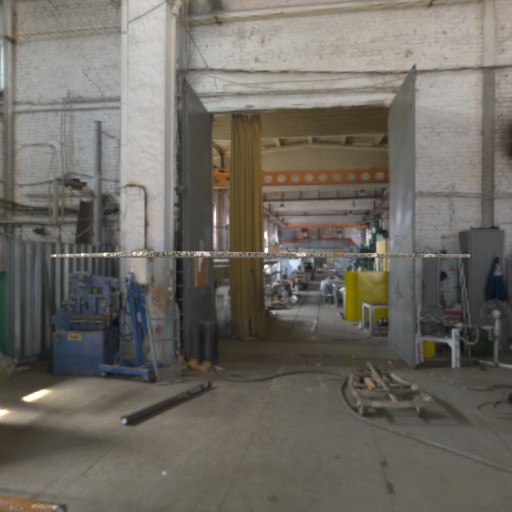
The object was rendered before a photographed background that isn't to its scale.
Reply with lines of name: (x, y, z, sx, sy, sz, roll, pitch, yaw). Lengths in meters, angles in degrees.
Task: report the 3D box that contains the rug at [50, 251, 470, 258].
rug: (0.000, 0.000, 4.097, 3.047, 0.029, 2.438, 0, 0, -36)
